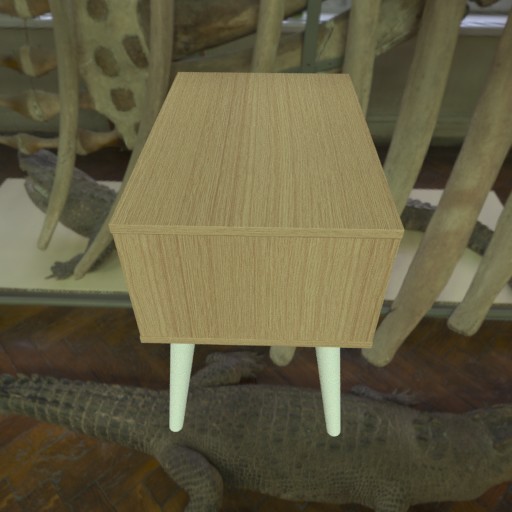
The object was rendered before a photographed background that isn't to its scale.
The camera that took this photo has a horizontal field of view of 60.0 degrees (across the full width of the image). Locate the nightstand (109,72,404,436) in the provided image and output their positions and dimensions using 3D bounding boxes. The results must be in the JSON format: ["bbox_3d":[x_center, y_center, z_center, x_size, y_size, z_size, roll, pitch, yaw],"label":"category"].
[{"bbox_3d":[0.000,0.000,1.000,0.407,0.610,0.571,1,42,1],"label":"nightstand"}]
